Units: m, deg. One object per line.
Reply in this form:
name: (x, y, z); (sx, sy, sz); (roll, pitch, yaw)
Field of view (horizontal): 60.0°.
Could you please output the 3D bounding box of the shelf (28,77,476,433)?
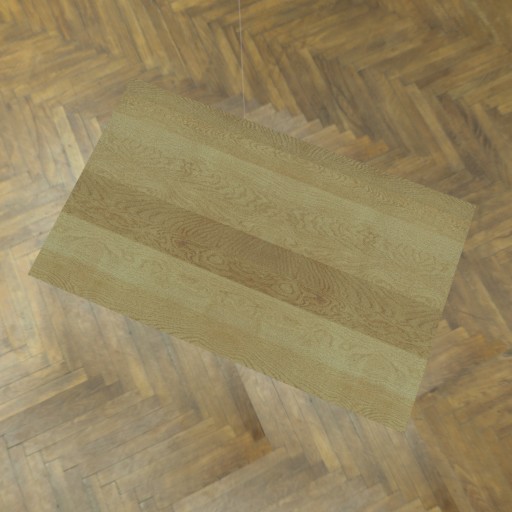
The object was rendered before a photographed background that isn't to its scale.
shelf: (0.000, 0.000, 1.532); (1.150, 0.450, 0.700); (22, 78, 5)
